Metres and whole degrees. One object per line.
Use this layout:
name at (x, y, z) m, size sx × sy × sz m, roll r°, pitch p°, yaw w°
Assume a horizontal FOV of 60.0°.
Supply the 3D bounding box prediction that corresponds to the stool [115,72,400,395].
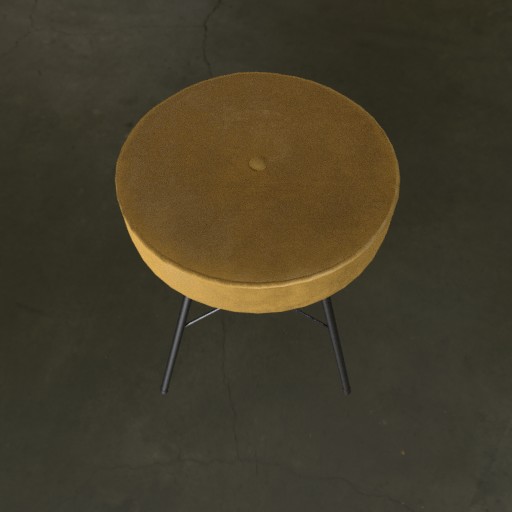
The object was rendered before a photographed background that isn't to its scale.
stool at (0.000, 0.000, 0.911) m, size 0.472 × 0.595 × 0.438 m, roll 2°, pitch 59°, yaw 1°
